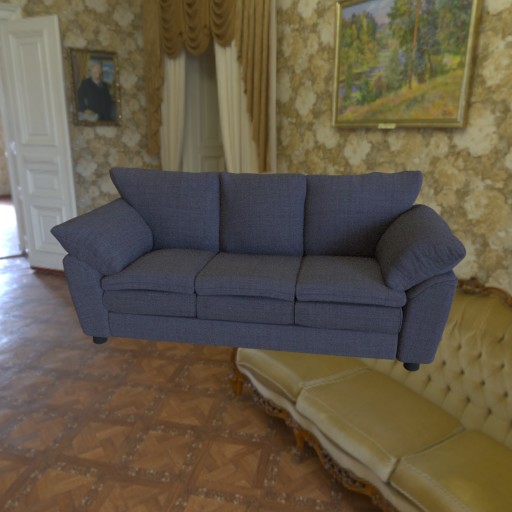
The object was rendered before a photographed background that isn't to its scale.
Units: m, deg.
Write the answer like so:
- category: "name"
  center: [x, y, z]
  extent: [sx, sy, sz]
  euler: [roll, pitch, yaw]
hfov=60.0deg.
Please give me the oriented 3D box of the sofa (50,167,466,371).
- category: "sofa"
  center: [0.000, 0.000, 2.867]
  extent: [2.336, 1.080, 0.883]
  euler: [3, 15, 10]
